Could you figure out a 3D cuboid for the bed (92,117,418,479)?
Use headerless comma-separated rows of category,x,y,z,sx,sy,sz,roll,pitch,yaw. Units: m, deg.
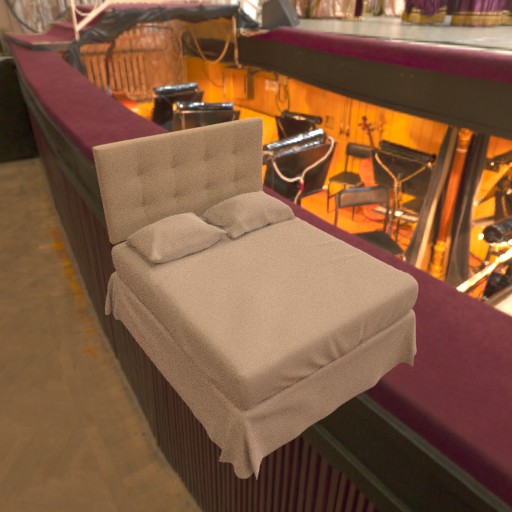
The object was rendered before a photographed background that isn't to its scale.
bed,0.000,0.000,3.525,1.936,1.577,2.222,-21,37,-31
